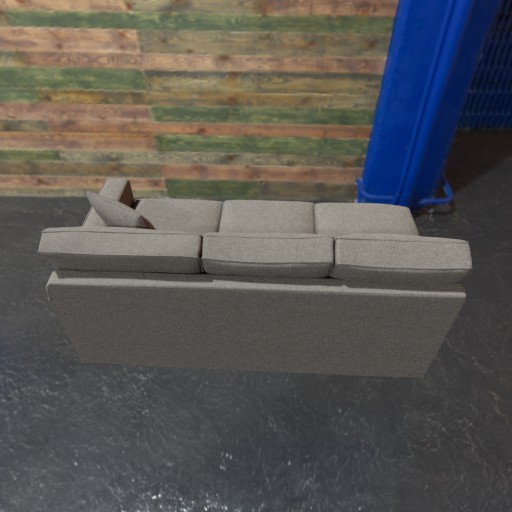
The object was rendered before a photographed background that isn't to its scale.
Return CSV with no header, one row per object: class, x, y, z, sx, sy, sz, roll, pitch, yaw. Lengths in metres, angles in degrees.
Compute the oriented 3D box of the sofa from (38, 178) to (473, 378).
sofa,0.000,0.000,2.557,1.963,0.946,1.034,2,45,2
